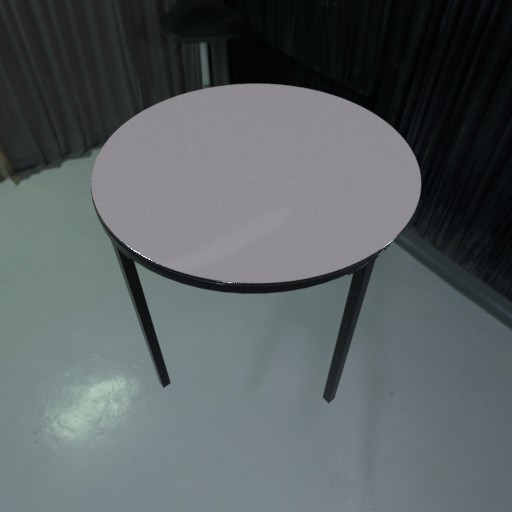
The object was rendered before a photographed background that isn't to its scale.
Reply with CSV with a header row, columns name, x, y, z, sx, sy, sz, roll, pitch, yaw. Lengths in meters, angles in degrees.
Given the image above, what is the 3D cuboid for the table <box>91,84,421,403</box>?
name,x,y,z,sx,sy,sz,roll,pitch,yaw
table,0.000,0.000,0.851,0.499,0.443,0.499,0,47,0
